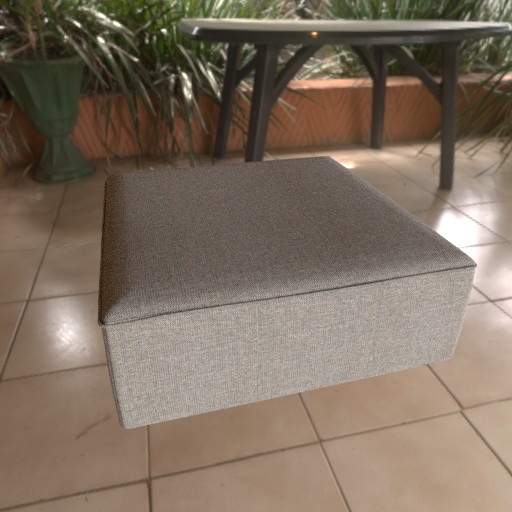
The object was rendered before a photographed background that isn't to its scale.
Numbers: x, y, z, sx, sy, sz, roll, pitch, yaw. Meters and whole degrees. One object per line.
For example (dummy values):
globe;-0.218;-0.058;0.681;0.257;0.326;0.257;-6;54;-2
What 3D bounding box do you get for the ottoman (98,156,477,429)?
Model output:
ottoman;0.000;0.000;1.591;1.023;0.423;1.017;-7;31;-13
